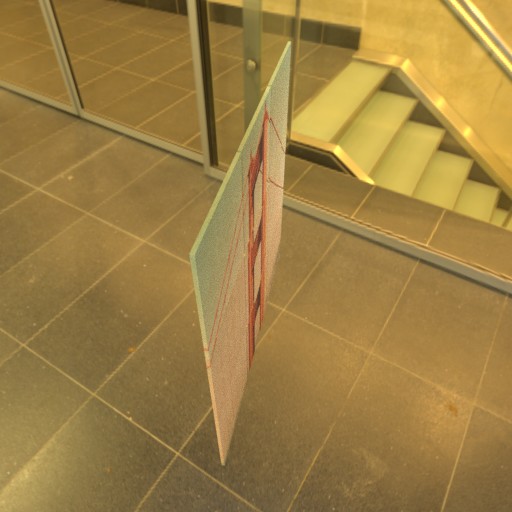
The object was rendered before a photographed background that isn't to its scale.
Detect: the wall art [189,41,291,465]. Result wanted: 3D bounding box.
[{"bbox_3d":[0.000,0.000,1.776,0.013,1.219,1.214,9,46,9],"label":"wall art"}]
